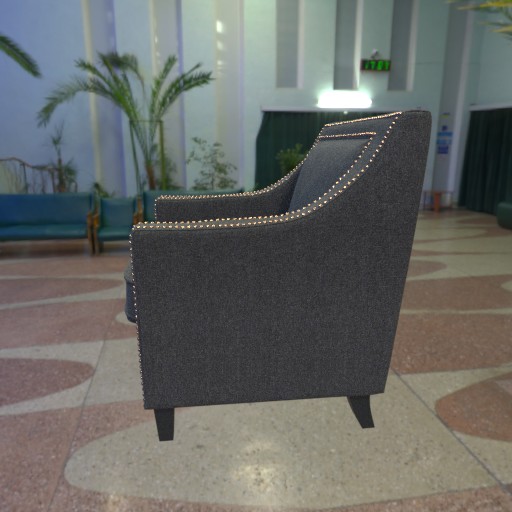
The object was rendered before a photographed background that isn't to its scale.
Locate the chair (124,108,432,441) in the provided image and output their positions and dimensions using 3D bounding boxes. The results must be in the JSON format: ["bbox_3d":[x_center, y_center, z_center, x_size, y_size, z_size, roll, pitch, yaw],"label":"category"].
[{"bbox_3d":[0.000,0.000,1.602,0.884,0.967,0.776,-2,14,-7],"label":"chair"}]
